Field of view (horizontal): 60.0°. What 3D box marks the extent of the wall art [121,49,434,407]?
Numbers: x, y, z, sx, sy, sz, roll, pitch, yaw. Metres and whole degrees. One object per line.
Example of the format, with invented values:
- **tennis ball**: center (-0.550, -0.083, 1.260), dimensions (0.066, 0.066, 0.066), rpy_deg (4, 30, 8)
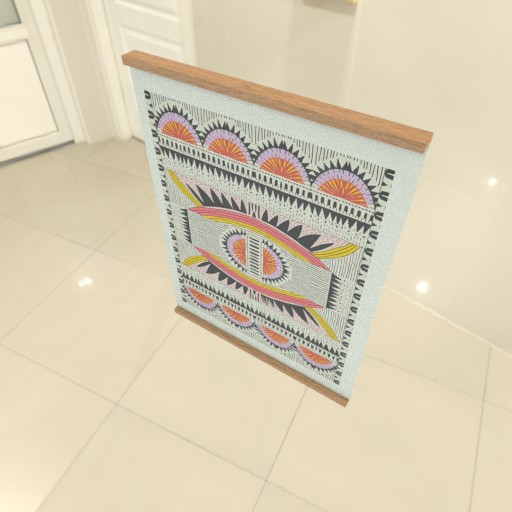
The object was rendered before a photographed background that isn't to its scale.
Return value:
- **wall art**: center (0.000, 0.000, 0.787), dimensions (0.456, 0.609, 0.028), rpy_deg (24, 50, 23)
